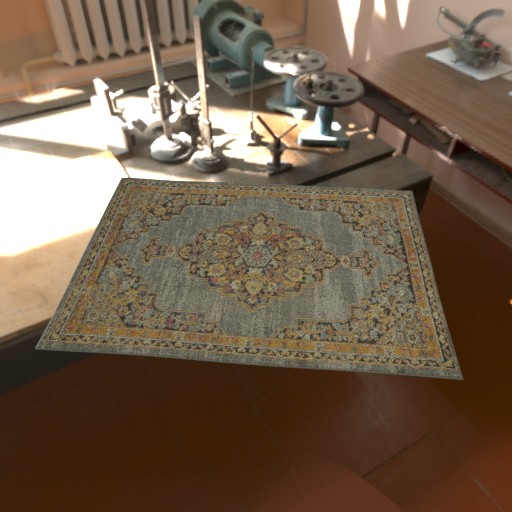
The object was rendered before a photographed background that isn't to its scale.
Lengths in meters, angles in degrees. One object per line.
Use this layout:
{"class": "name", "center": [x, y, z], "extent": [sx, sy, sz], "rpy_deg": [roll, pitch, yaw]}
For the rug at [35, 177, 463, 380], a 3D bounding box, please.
{"class": "rug", "center": [0.000, 0.000, 3.898], "extent": [3.063, 0.024, 2.158], "rpy_deg": [3, 45, 3]}
